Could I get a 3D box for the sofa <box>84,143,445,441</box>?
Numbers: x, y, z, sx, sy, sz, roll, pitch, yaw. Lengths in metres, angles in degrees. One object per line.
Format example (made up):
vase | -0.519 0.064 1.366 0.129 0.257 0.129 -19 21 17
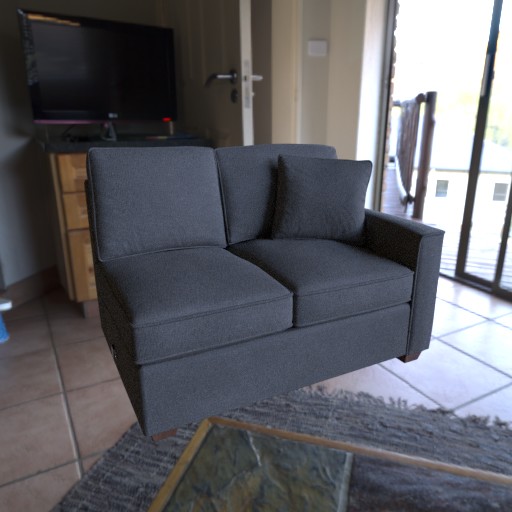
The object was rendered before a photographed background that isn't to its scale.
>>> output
sofa | 0.000 0.000 2.075 1.388 0.989 0.991 -9 19 -26
